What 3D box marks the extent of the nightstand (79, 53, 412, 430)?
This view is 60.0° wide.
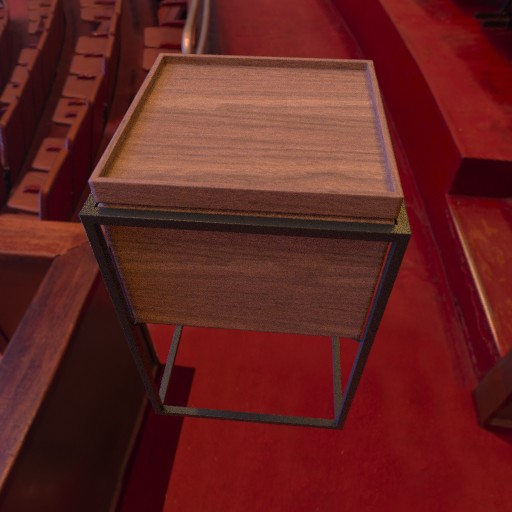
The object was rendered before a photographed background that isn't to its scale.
[{"bbox_3d":[0.000,0.000,0.852,0.397,0.607,0.397,4,47,3],"label":"nightstand"}]
